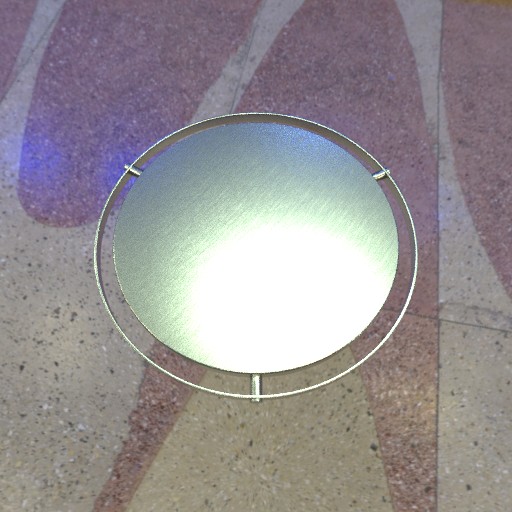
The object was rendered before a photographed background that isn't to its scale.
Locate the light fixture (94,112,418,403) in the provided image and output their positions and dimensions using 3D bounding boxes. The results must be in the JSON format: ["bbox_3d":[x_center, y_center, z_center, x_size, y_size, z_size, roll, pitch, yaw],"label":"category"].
[{"bbox_3d":[0.000,0.000,0.553,0.361,0.130,0.361,0,64,0],"label":"light fixture"}]
